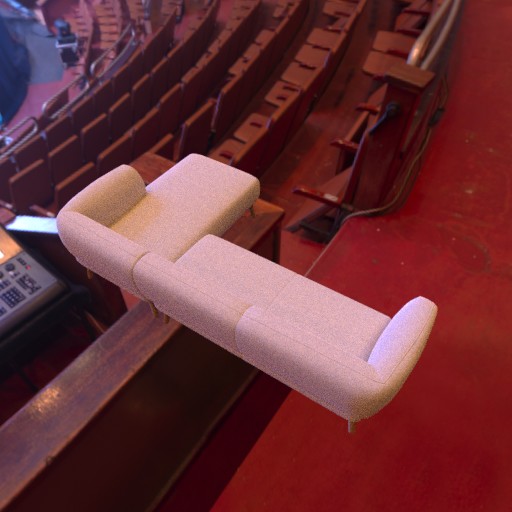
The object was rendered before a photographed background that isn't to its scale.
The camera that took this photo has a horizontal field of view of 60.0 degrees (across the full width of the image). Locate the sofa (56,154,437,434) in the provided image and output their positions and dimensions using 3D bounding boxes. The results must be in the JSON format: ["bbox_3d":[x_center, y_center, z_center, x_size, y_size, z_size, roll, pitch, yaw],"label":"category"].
[{"bbox_3d":[0.000,0.000,3.379,2.660,0.730,1.610,25,51,22],"label":"sofa"}]
